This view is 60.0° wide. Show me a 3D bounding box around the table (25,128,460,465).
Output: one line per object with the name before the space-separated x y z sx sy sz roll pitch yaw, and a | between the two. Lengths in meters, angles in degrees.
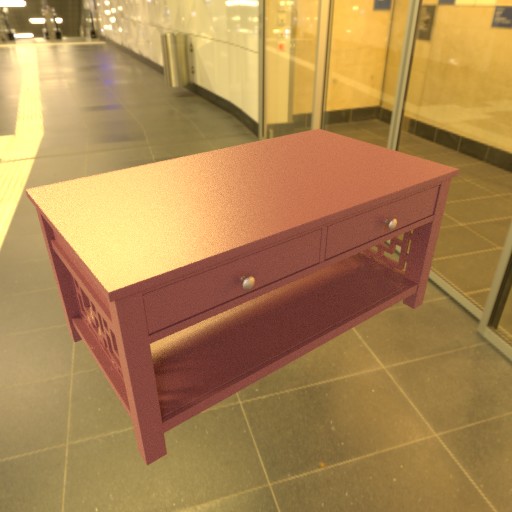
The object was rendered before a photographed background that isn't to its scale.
table | 0.000 0.000 1.360 1.068 0.493 0.612 -21 36 -31
